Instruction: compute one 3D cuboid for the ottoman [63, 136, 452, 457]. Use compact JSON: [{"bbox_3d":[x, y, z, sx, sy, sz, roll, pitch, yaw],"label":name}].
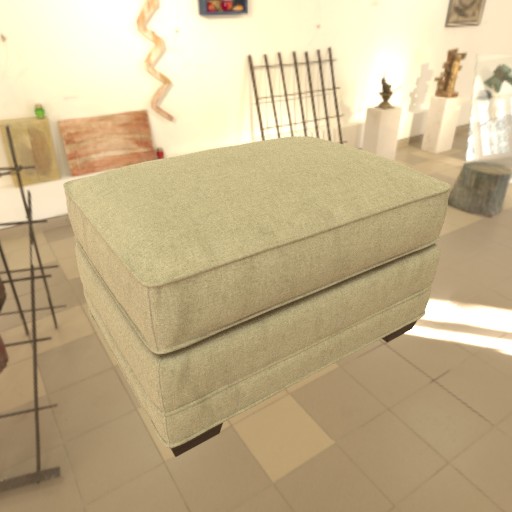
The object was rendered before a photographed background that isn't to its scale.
[{"bbox_3d":[0.000,0.000,1.225,0.848,0.508,0.611,-19,35,-29],"label":"ottoman"}]
